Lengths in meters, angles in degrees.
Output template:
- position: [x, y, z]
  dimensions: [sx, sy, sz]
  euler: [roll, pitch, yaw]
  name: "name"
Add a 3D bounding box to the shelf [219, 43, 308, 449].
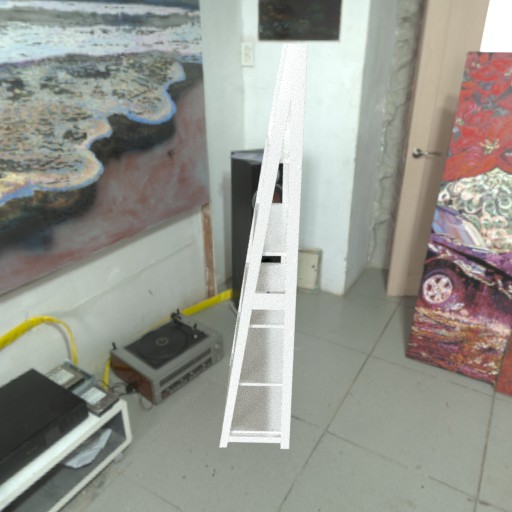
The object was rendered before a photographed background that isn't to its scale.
- position: [0.000, 0.000, 2.062]
  dimensions: [0.341, 1.779, 0.636]
  euler: [1, 26, 1]
  name: "shelf"
